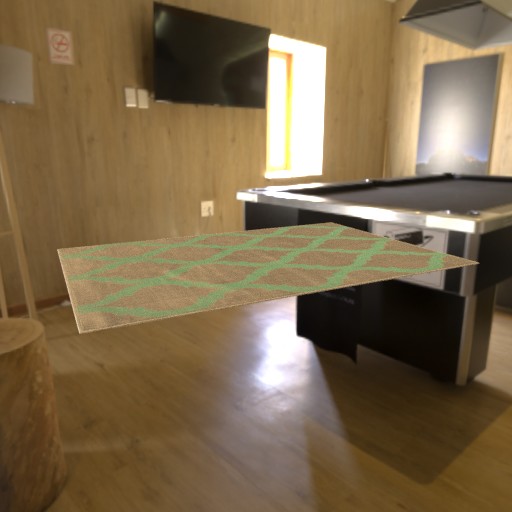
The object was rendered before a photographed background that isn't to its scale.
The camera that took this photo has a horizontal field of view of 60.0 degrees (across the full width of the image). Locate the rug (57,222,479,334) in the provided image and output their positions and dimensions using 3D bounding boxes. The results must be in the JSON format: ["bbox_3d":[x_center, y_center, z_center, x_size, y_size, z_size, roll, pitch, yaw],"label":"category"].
[{"bbox_3d":[0.000,0.000,2.873,2.286,0.006,1.524,-7,16,-25],"label":"rug"}]
